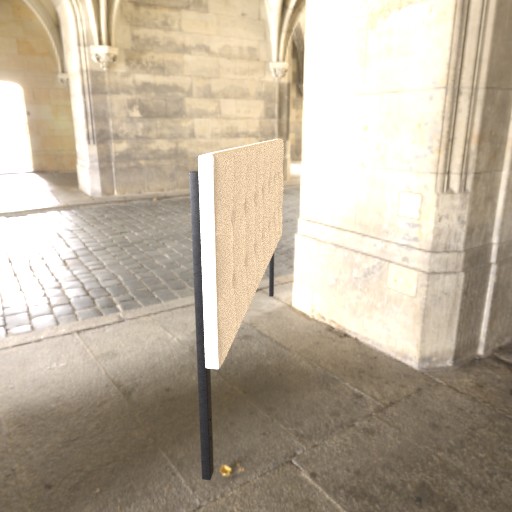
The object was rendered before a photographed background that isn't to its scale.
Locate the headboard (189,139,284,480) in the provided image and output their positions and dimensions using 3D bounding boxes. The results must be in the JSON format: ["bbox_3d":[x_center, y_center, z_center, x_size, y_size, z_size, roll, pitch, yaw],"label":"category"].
[{"bbox_3d":[0.000,0.000,2.856,0.120,1.410,2.362,3,16,9],"label":"headboard"}]
